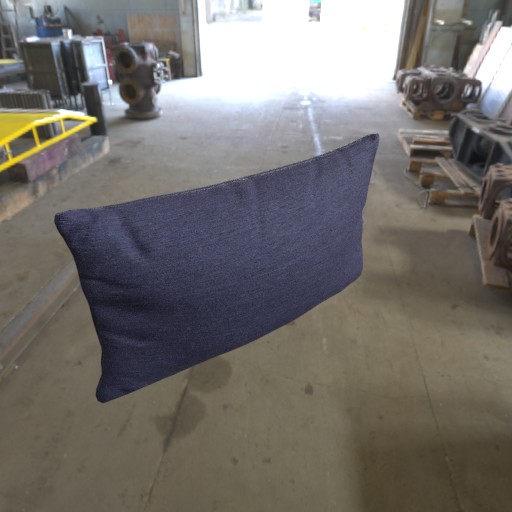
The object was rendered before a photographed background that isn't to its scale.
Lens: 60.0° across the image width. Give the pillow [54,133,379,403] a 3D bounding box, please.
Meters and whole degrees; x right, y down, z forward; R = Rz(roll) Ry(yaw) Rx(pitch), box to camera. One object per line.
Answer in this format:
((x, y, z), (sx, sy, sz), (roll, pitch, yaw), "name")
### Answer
((0.000, 0.000, 0.795), (0.633, 0.338, 0.210), (-21, 36, -32), "pillow")
